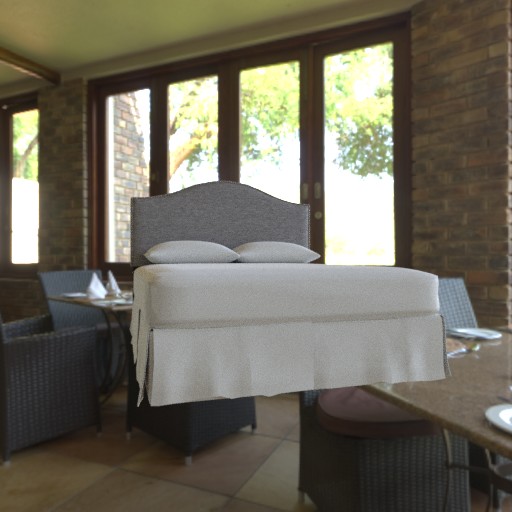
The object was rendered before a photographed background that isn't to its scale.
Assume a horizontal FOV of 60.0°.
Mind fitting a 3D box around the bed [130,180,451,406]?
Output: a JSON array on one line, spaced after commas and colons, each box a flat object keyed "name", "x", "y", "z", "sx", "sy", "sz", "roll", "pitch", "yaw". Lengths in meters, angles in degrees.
[{"name": "bed", "x": 0.000, "y": 0.000, "z": 2.968, "sx": 1.610, "sy": 1.295, "sz": 1.870, "roll": 0, "pitch": 0, "yaw": -17}]
